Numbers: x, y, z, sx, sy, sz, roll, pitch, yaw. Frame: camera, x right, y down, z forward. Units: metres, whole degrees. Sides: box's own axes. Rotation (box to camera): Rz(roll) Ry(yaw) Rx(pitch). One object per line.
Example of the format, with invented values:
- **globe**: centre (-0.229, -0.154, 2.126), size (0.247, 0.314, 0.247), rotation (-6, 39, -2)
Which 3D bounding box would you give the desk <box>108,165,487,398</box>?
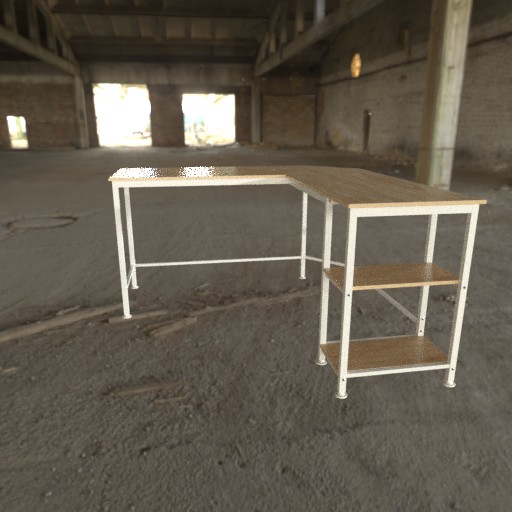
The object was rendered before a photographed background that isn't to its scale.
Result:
- **desk**: centre (0.000, 0.000, 2.173), size (1.379, 0.739, 1.379), rotation (-3, 17, -9)
